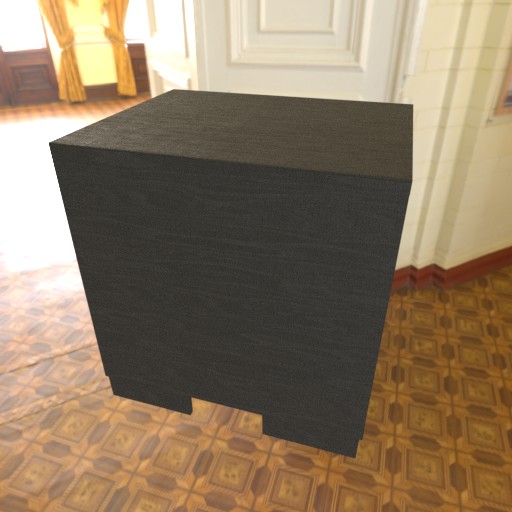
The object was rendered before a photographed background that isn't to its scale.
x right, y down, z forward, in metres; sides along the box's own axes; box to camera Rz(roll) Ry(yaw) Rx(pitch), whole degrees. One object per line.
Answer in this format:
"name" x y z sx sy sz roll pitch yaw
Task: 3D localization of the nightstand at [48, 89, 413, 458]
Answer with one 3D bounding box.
"nightstand" 0.000 0.000 0.744 0.427 0.448 0.347 9 32 14
